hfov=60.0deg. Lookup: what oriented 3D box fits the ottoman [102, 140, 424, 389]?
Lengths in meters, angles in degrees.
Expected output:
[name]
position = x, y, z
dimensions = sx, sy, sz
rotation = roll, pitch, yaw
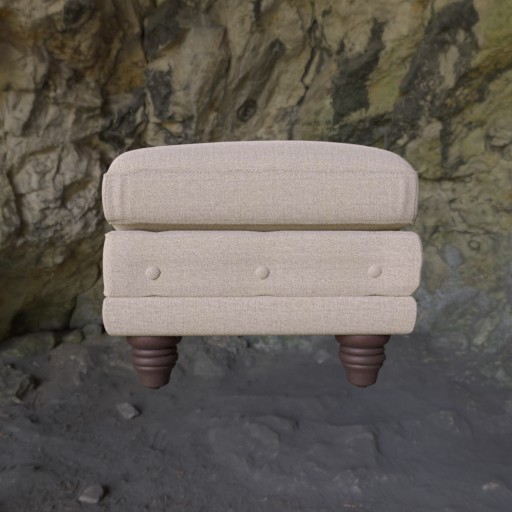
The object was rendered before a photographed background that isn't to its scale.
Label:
[ottoman]
position = 0.000, 0.000, 1.050
dimensions = 0.541, 0.463, 0.684
rotation = 0, 1, -2
